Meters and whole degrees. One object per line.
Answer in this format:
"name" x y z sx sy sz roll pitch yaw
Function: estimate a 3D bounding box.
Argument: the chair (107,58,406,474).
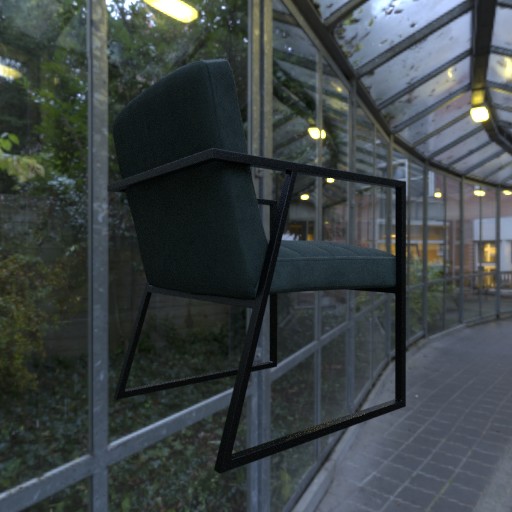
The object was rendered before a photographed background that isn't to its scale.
"chair" 0.000 0.000 1.262 0.677 0.833 0.571 0 0 -38
